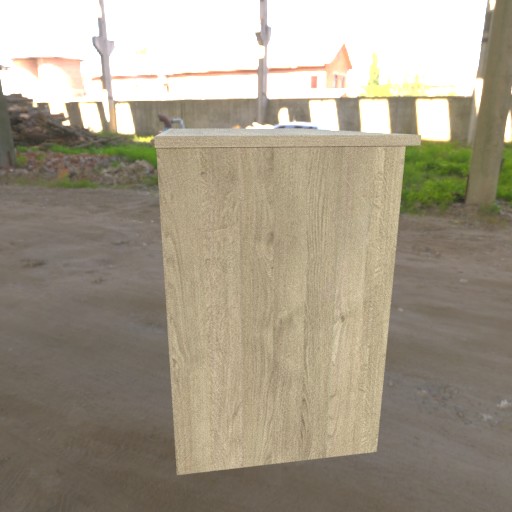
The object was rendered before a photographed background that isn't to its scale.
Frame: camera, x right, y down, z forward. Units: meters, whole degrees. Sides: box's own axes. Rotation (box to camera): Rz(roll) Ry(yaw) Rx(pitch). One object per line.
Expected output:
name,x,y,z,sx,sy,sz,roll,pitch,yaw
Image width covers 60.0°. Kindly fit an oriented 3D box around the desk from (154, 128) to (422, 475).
desk,0.000,0.000,1.332,0.498,0.724,0.893,-3,17,-9
